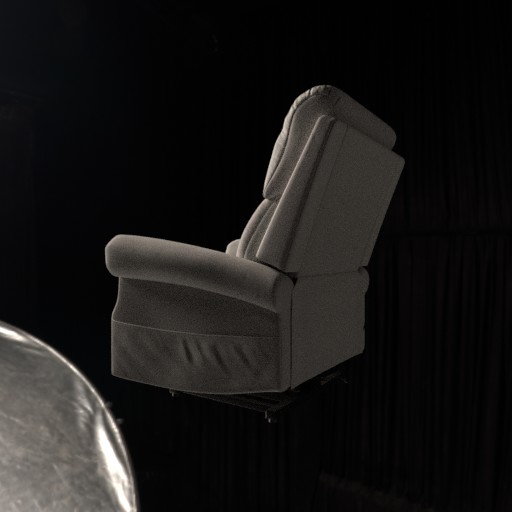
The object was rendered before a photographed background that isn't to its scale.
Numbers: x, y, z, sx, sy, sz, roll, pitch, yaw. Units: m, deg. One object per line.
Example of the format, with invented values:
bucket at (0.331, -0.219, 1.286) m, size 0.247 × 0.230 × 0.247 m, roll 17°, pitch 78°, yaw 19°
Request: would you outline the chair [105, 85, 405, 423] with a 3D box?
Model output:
chair at (0.000, 0.000, 1.758) m, size 0.979 × 1.031 × 0.871 m, roll 0°, pitch 1°, yaw 34°
